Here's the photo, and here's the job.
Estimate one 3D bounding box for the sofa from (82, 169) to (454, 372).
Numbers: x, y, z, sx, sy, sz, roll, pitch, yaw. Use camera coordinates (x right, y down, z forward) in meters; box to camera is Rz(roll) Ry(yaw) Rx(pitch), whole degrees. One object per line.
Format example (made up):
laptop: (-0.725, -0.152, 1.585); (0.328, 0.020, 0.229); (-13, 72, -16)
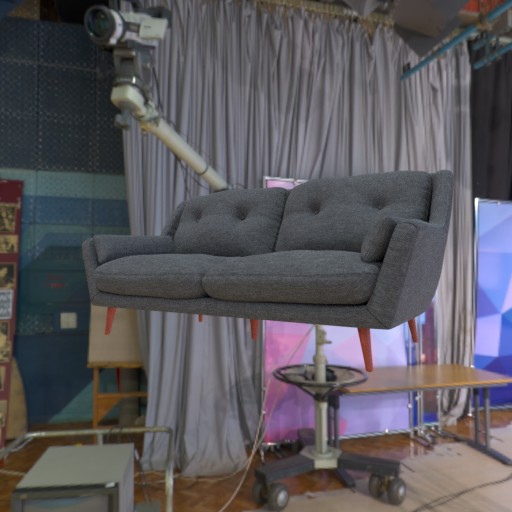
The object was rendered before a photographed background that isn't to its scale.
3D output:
sofa: (0.000, 0.000, 2.398); (1.929, 0.896, 0.975); (-1, -2, 35)
